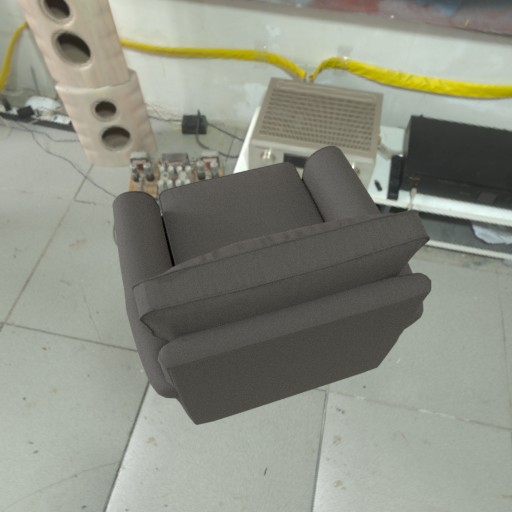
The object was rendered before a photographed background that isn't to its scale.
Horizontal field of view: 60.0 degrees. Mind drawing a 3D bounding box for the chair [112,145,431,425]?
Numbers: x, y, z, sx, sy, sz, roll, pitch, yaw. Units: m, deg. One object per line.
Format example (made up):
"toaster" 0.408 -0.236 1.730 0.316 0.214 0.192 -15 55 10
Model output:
"chair" 0.000 0.000 1.770 1.029 0.967 0.966 -15 59 -9
